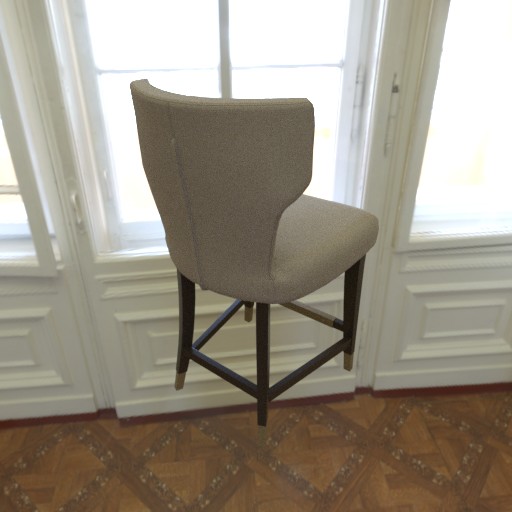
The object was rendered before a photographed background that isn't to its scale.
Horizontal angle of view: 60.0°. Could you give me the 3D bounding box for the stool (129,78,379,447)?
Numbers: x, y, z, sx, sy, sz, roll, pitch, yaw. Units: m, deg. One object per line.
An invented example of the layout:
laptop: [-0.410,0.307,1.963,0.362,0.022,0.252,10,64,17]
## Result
stool: [0.000,0.000,1.311,0.527,0.982,0.563,21,35,33]
